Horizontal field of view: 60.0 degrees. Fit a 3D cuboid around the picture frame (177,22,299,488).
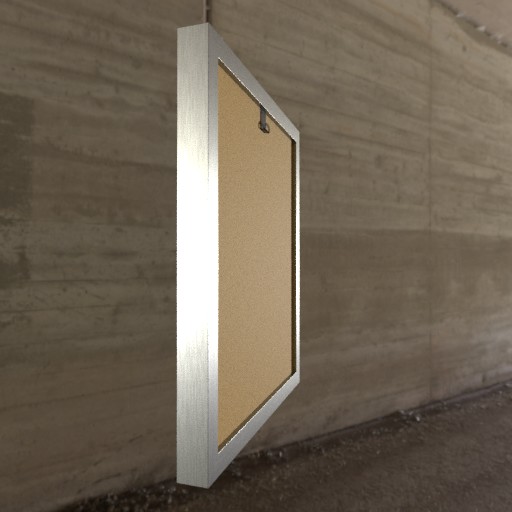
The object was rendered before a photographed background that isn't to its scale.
[{"bbox_3d":[0.000,0.000,1.327,0.073,0.968,0.839,0,0,19],"label":"picture frame"}]
